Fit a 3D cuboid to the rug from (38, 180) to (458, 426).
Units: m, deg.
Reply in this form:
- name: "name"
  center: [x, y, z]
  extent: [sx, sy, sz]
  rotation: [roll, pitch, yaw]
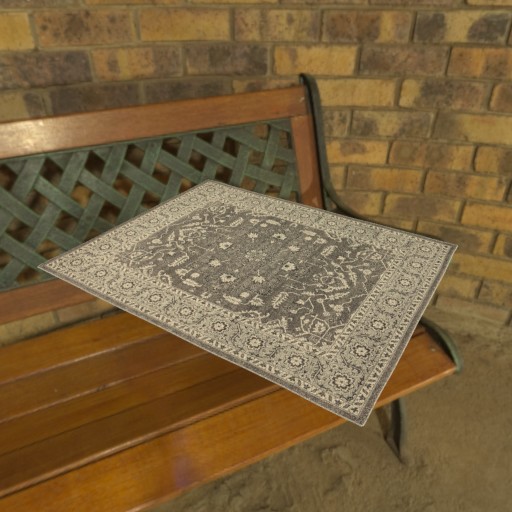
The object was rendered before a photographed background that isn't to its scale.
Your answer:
- name: "rug"
  center: [0.000, 0.000, 4.111]
  extent: [3.069, 0.026, 2.451]
  rotation: [19, 36, 28]
